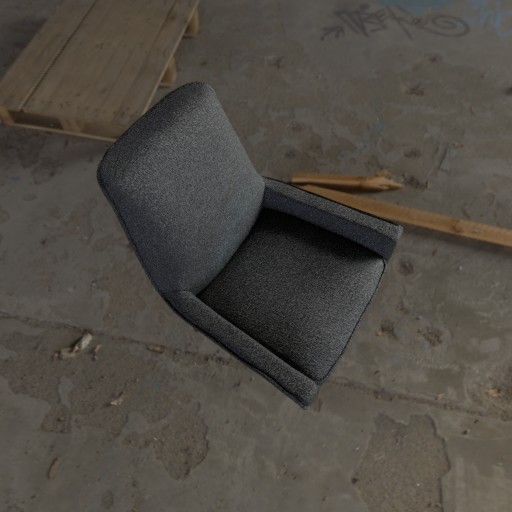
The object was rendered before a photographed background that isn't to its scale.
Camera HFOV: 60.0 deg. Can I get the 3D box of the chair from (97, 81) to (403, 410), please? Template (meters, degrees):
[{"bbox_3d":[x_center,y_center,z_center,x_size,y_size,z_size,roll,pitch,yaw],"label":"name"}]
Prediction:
[{"bbox_3d":[0.000,0.000,1.592,0.859,0.883,0.763,28,63,16],"label":"chair"}]
